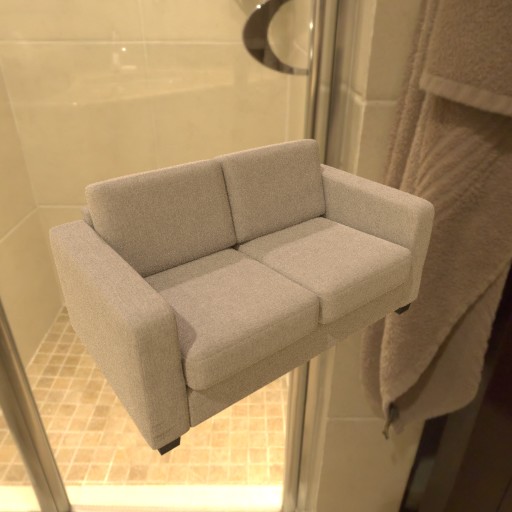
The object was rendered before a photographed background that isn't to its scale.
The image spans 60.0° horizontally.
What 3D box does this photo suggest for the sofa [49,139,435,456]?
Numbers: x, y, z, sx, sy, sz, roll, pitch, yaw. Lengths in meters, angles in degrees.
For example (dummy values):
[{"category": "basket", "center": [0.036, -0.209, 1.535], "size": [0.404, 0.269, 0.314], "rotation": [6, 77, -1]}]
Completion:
[{"category": "sofa", "center": [0.000, 0.000, 2.034], "size": [1.540, 0.800, 0.900], "rotation": [-21, 35, -32]}]
